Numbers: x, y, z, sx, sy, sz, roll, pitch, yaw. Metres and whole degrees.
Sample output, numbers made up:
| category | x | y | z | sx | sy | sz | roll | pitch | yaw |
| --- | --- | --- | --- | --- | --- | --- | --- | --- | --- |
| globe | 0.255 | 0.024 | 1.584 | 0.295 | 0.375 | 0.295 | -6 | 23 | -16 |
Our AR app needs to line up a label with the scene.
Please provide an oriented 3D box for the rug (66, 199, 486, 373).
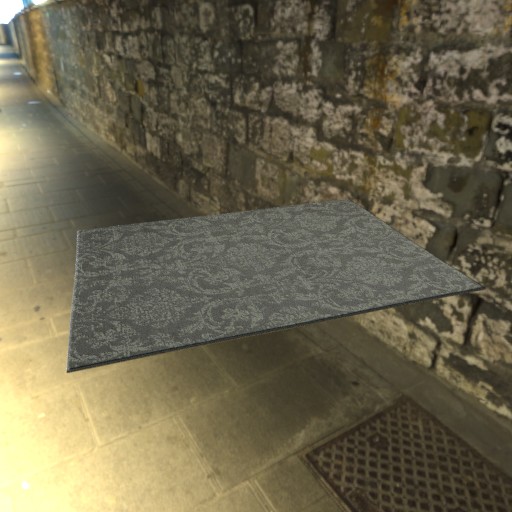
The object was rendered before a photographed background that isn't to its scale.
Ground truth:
| category | x | y | z | sx | sy | sz | roll | pitch | yaw |
| --- | --- | --- | --- | --- | --- | --- | --- | --- | --- |
| rug | 0.000 | 0.000 | 2.849 | 2.206 | 0.014 | 1.578 | -8 | 28 | -16 |
